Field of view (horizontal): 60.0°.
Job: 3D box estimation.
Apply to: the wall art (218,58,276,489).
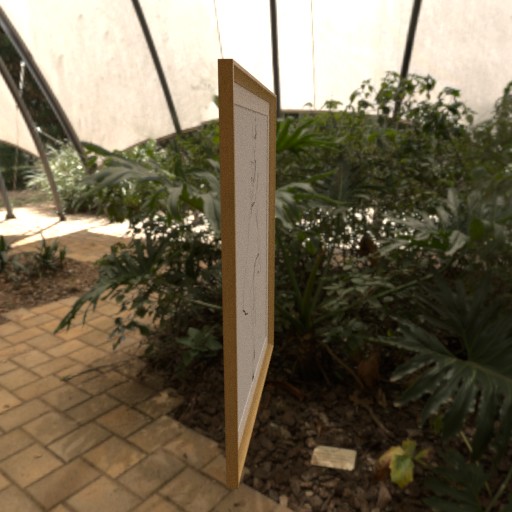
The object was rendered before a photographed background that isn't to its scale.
[{"bbox_3d":[0.000,0.000,1.368,0.030,1.002,0.798,2,15,8],"label":"wall art"}]
